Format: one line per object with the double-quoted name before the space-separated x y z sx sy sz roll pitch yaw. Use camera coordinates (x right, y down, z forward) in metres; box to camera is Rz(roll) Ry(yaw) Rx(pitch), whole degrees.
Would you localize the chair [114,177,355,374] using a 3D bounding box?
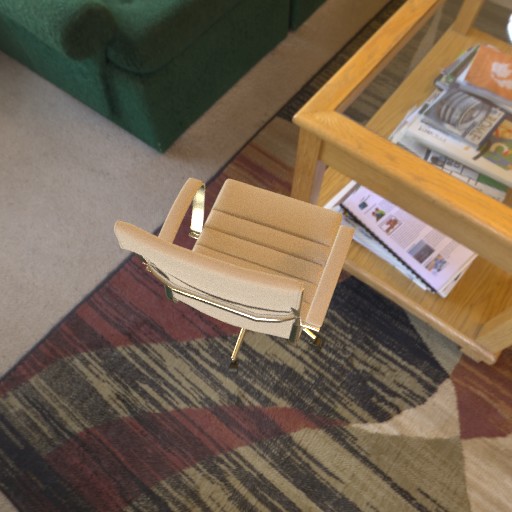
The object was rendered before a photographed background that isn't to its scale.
"chair" 0.000 0.000 1.569 0.679 1.149 0.667 19 65 9
